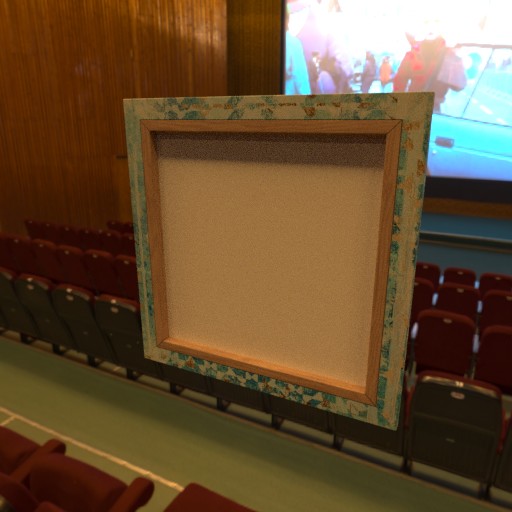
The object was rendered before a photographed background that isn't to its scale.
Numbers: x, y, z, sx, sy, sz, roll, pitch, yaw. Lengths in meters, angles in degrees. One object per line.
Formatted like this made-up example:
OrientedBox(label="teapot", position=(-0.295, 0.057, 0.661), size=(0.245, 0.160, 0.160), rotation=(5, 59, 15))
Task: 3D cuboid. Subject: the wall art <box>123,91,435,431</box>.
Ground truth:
OrientedBox(label="wall art", position=(0.000, 0.000, 1.348), size=(0.916, 0.916, 0.040), rotation=(8, 19, 25))
